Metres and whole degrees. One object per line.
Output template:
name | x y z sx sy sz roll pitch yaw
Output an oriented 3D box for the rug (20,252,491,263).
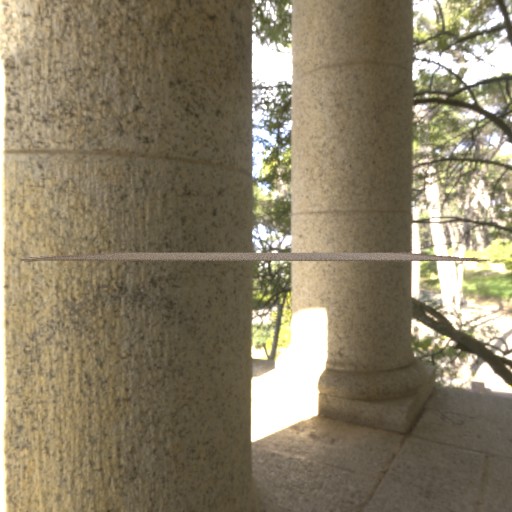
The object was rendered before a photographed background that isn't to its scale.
rug | 0.000 0.000 3.099 2.523 0.034 1.528 0 2 2
